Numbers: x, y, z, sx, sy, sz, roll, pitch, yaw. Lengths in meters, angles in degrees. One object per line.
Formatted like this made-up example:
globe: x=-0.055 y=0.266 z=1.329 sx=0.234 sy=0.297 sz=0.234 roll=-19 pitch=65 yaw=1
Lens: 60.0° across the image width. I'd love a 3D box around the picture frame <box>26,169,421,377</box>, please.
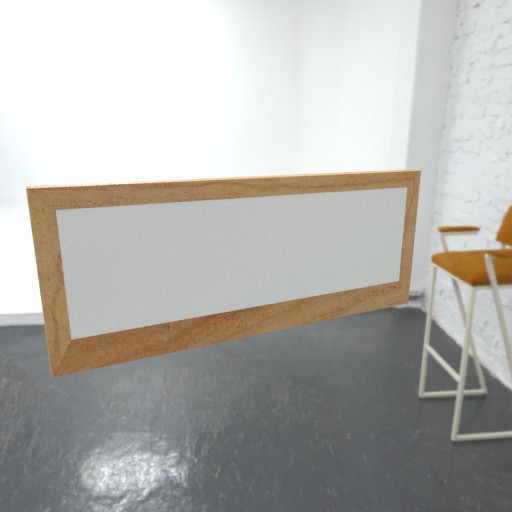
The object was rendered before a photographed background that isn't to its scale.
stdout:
picture frame: x=0.000 y=0.000 z=0.659 sx=0.582 sy=0.234 sz=0.045 roll=-7 pitch=17 yaw=-25
